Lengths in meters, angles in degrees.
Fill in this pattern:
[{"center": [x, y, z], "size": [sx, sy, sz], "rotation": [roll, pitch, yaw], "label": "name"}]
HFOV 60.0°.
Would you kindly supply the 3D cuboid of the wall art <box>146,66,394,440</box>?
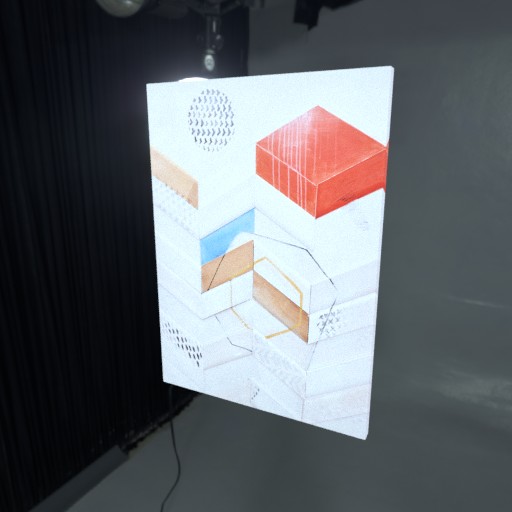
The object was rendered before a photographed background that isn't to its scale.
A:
[{"center": [0.000, 0.000, 1.122], "size": [0.613, 0.848, 0.036], "rotation": [7, 16, 26], "label": "wall art"}]
